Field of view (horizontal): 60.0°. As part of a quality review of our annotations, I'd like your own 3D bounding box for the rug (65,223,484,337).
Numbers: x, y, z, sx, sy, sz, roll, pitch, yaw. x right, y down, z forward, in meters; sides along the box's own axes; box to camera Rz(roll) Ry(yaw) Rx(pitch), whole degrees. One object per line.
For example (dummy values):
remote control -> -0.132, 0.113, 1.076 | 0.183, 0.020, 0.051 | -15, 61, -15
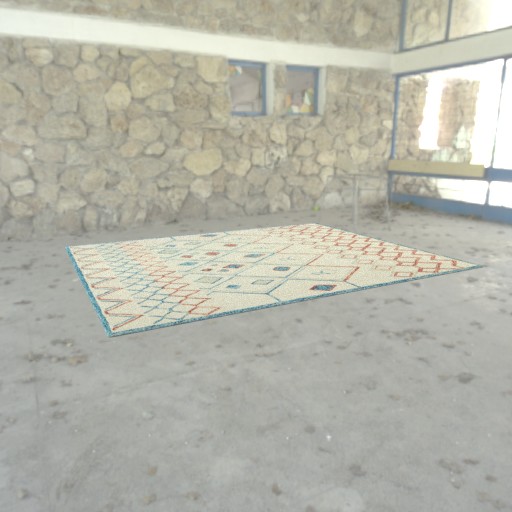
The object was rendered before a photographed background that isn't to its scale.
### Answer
rug -> 0.000, 0.000, 4.082 | 3.050, 0.016, 2.441 | -7, 16, -27
